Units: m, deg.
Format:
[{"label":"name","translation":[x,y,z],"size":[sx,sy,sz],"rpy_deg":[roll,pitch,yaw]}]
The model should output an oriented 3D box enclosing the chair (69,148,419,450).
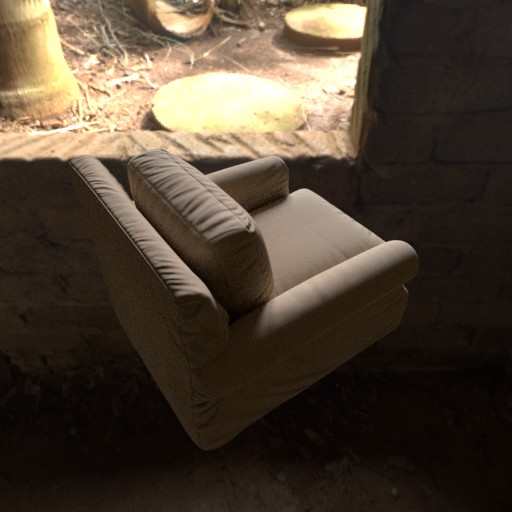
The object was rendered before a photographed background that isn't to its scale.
[{"label":"chair","translation":[0.000,0.000,1.757],"size":[1.066,0.866,0.940],"rpy_deg":[-25,47,-26]}]
